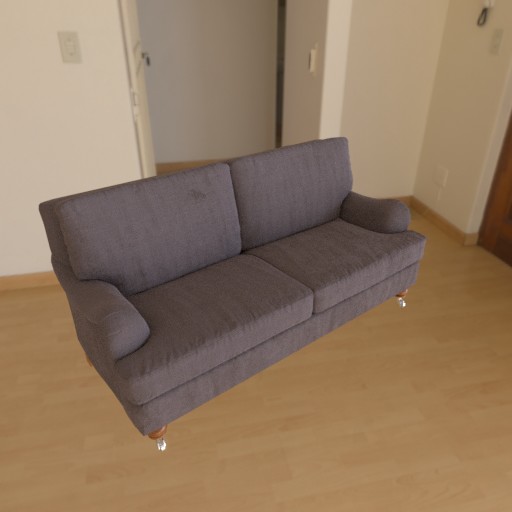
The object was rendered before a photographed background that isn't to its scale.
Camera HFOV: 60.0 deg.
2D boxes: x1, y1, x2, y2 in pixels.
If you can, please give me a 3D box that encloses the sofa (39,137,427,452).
[{"bbox_3d":[0.000,0.000,2.736,2.165,1.087,1.086,-21,36,-32],"label":"sofa"}]
